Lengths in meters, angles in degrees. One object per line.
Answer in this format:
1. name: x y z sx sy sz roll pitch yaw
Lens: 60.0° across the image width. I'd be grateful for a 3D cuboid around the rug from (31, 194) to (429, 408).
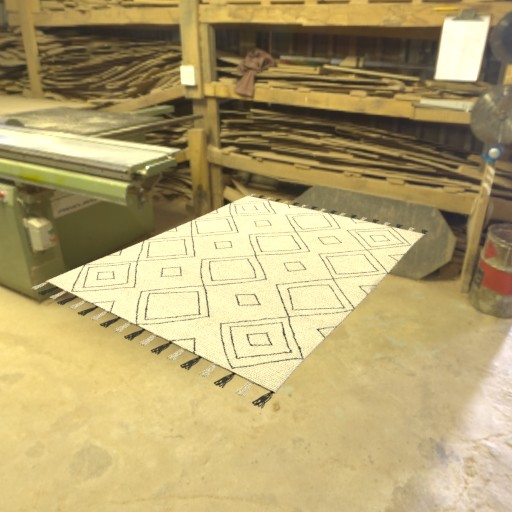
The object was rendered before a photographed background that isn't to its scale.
1. rug: 0.000 0.000 4.258 2.342 0.026 3.221 17 30 31
